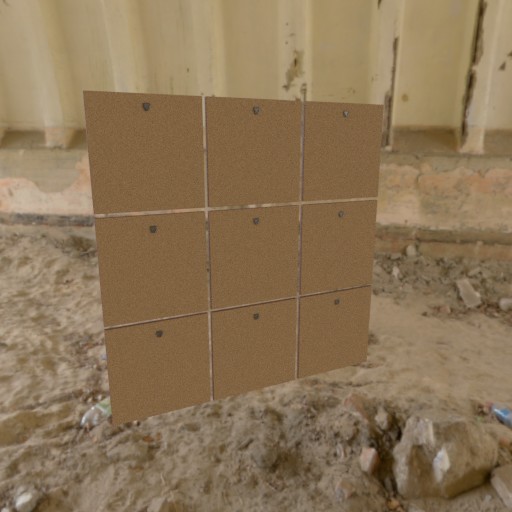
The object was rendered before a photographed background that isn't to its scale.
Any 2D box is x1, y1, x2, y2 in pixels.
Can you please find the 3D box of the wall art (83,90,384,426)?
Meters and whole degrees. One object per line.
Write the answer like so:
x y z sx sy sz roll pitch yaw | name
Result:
0.000 0.000 1.815 1.221 1.218 0.024 -7 16 -25 | wall art
